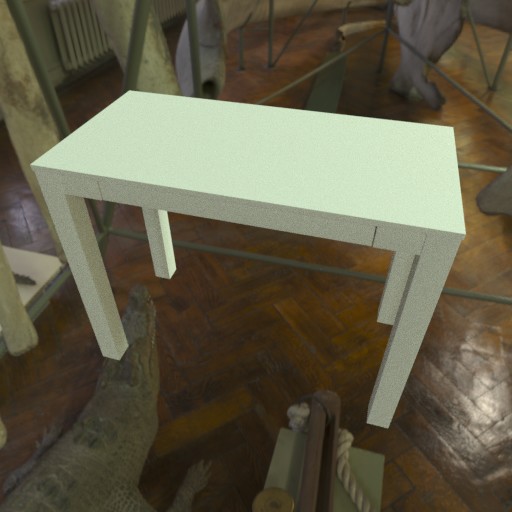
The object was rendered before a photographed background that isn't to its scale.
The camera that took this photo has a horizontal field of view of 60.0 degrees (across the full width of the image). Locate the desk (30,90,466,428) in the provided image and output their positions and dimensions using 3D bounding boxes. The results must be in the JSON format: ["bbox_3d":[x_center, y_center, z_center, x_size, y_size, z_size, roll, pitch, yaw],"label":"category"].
[{"bbox_3d":[0.000,0.000,1.394,0.990,0.762,0.497,11,42,12],"label":"desk"}]
